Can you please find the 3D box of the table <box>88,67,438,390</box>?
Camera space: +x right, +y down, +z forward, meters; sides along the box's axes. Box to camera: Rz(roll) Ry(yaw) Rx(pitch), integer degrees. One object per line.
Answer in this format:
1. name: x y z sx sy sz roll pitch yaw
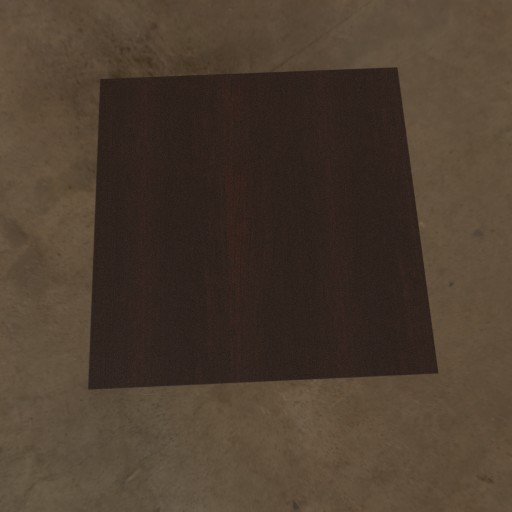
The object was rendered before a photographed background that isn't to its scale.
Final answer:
1. table: 0.000 0.000 0.953 0.495 0.559 0.495 -3 77 -1
